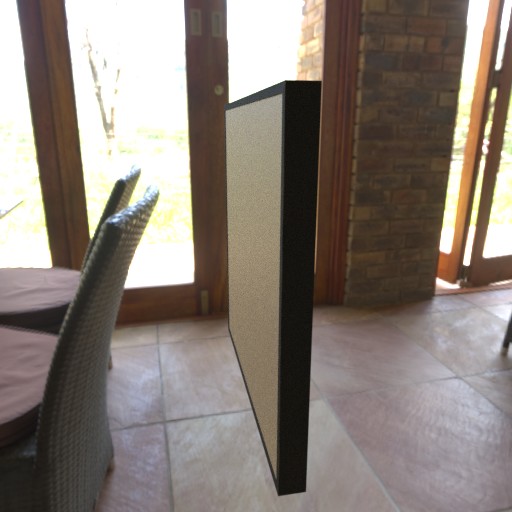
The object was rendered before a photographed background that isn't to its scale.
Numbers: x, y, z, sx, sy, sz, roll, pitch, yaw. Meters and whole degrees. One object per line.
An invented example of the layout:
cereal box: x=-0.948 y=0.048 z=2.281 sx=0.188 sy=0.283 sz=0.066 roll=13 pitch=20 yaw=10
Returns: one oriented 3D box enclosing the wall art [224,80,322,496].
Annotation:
wall art: x=0.000 y=0.000 z=0.752 sx=0.038 sy=0.508 sz=0.508 roll=-3 pitch=16 yaw=-10
